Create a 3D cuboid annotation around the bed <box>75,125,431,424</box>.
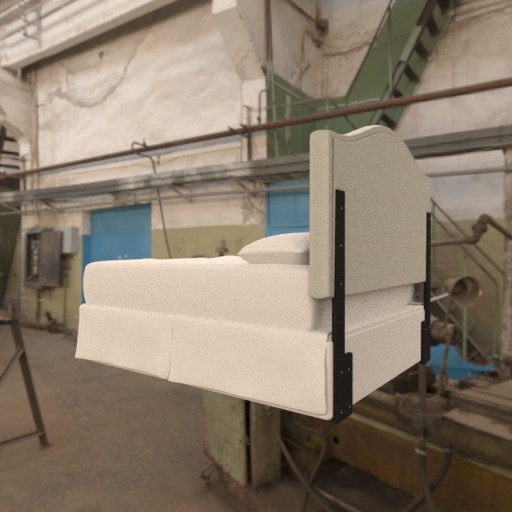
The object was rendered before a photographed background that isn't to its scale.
[{"bbox_3d":[0.000,0.000,3.430,2.180,1.607,1.813,0,1,37],"label":"bed"}]
